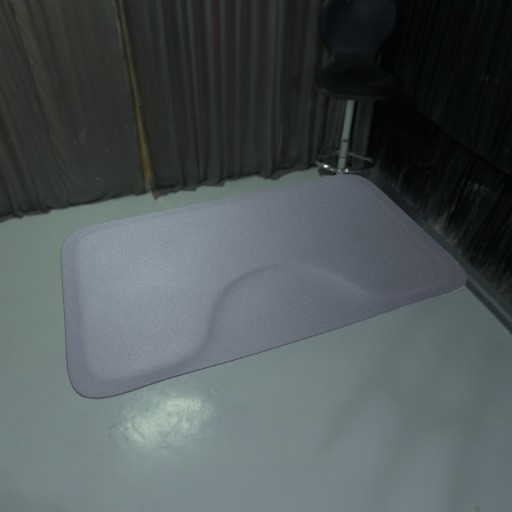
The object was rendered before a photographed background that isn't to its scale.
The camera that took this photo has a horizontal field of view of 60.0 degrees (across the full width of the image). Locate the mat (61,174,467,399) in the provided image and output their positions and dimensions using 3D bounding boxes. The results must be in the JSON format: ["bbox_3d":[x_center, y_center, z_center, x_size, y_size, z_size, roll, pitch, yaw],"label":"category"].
[{"bbox_3d":[0.000,0.000,1.837,1.524,0.013,0.918,-14,43,-15],"label":"mat"}]
